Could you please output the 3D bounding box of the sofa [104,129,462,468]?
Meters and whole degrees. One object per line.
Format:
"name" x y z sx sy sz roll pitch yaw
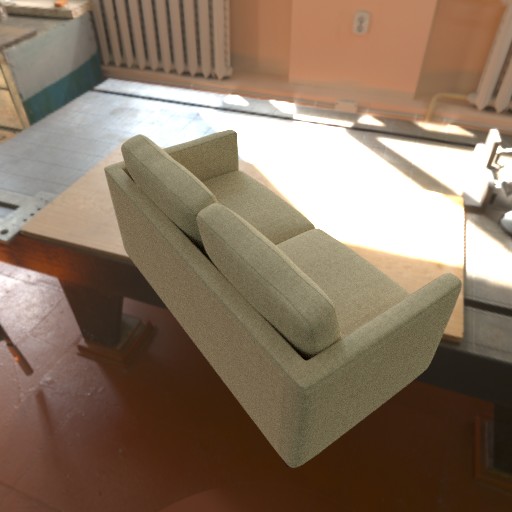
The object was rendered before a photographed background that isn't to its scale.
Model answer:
"sofa" 0.000 0.000 2.461 0.950 0.963 1.884 -25 47 -26
